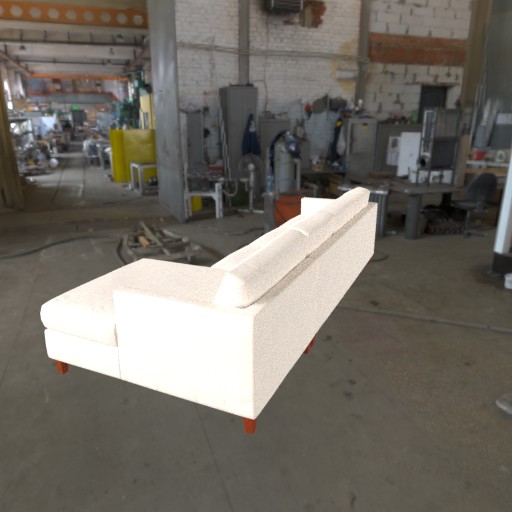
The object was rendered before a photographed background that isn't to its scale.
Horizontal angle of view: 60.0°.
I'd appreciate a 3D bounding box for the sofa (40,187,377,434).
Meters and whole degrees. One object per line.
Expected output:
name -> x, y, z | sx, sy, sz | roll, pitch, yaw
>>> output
sofa -> 0.000, 0.000, 4.126 | 1.606, 0.954, 3.471 | 8, 19, 24
